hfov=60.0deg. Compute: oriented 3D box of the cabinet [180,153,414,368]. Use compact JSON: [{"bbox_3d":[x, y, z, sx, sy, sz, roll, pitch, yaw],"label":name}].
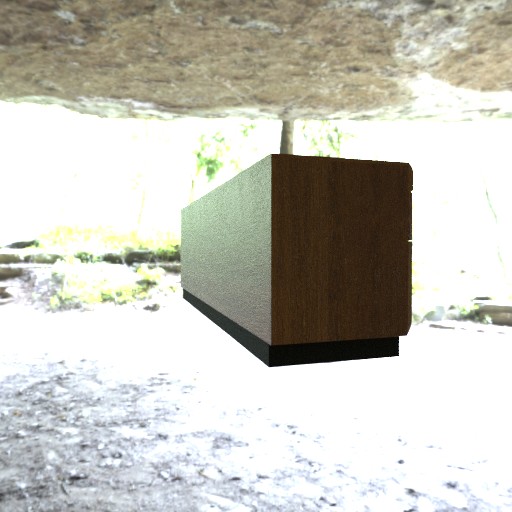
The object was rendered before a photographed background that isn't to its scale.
[{"bbox_3d":[0.000,0.000,1.856,0.419,0.510,1.600,0,1,-17],"label":"cabinet"}]
